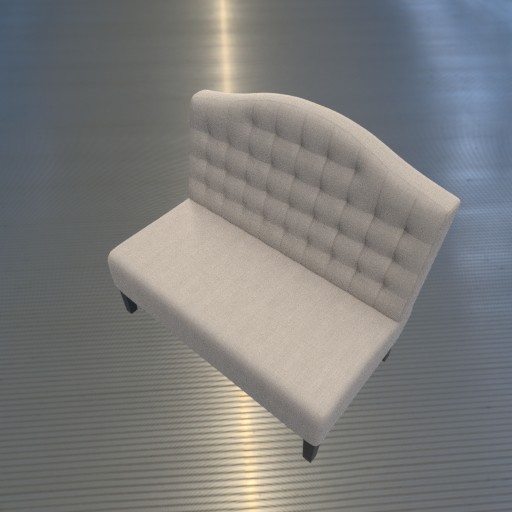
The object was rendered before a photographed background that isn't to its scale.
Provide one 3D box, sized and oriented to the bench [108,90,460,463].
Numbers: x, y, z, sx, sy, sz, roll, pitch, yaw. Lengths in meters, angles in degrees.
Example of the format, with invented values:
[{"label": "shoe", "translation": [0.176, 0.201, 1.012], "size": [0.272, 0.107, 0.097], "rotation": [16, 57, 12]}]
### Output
[{"label": "bench", "translation": [0.000, 0.000, 2.033], "size": [1.335, 1.180, 0.815], "rotation": [32, 55, 26]}]
